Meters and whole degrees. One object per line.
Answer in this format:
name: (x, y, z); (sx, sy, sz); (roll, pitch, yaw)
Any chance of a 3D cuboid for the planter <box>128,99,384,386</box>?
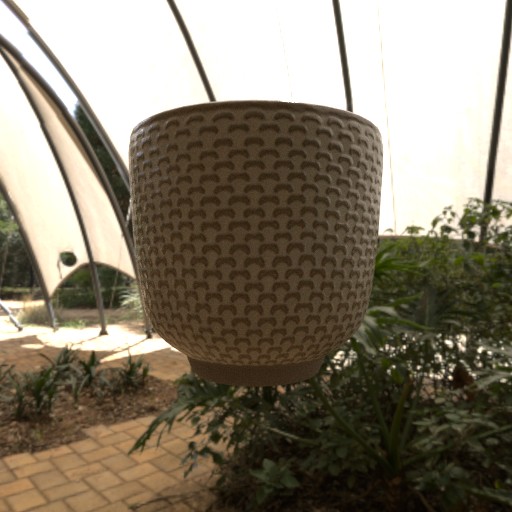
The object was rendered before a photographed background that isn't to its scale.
planter: (0.000, 0.000, 0.311); (0.173, 0.160, 0.173); (0, -1, 0)
